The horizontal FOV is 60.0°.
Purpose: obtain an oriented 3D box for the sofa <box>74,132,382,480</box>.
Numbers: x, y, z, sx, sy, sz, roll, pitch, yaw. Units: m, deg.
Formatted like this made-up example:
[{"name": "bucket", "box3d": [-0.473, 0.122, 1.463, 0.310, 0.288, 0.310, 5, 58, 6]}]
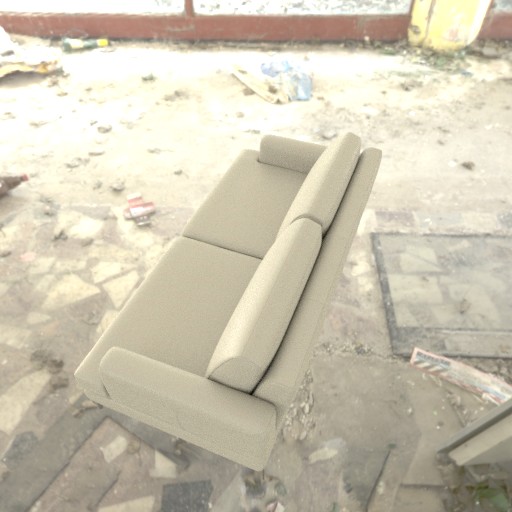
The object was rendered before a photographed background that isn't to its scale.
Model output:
[{"name": "sofa", "box3d": [0.000, 0.000, 2.421, 0.974, 0.765, 1.940, 16, 49, 15]}]
